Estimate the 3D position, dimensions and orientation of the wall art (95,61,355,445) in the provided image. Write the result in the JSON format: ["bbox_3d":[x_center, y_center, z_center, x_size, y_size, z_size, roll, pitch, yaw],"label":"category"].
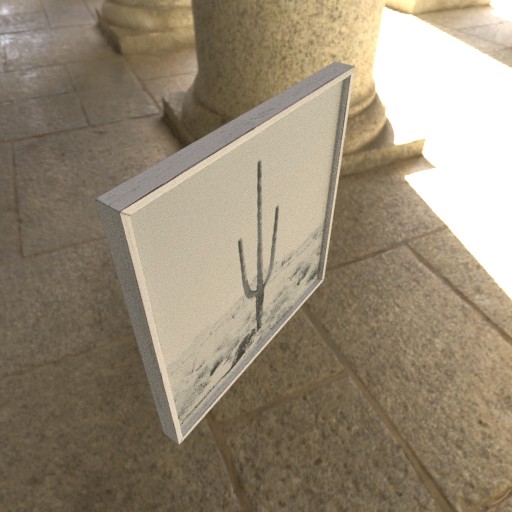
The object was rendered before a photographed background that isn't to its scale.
[{"bbox_3d":[0.000,0.000,0.770,0.038,0.508,0.508,26,48,26],"label":"wall art"}]
